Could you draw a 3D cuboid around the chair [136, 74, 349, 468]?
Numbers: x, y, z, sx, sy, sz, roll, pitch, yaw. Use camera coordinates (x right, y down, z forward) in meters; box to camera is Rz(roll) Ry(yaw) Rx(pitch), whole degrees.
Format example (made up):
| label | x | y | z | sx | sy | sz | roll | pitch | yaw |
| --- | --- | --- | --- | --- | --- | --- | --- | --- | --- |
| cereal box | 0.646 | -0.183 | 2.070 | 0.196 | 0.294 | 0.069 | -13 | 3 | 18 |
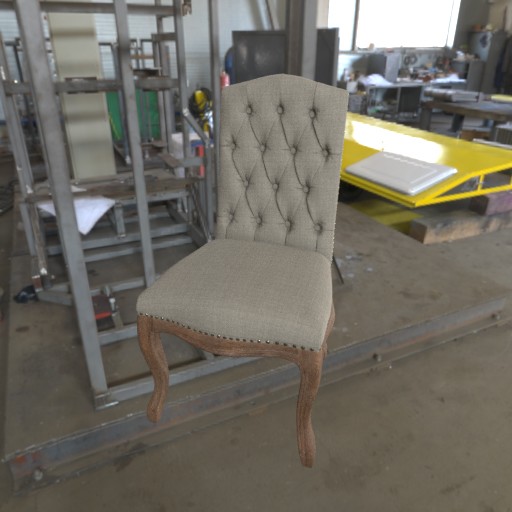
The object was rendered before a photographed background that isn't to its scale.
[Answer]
| label | x | y | z | sx | sy | sz | roll | pitch | yaw |
| --- | --- | --- | --- | --- | --- | --- | --- | --- | --- |
| chair | 0.000 | 0.000 | 1.612 | 0.637 | 1.191 | 0.731 | 9 | 27 | 17 |
